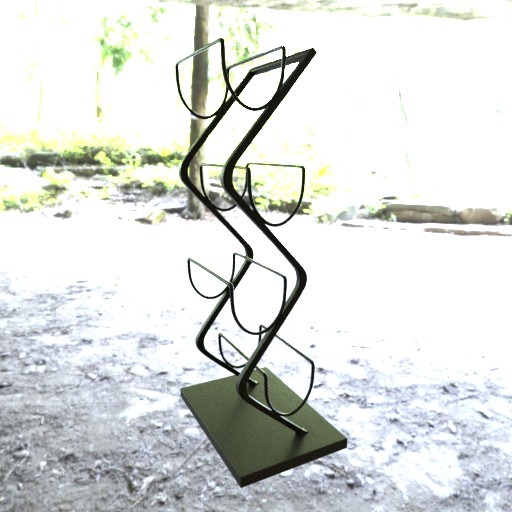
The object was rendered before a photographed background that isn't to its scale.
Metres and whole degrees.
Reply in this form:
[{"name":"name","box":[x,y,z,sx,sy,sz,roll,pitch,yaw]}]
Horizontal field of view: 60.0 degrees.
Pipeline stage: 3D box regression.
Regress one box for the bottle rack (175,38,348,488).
[{"name":"bottle rack","box":[0.000,0.000,0.669,0.178,0.559,0.254,-7,15,-27]}]
